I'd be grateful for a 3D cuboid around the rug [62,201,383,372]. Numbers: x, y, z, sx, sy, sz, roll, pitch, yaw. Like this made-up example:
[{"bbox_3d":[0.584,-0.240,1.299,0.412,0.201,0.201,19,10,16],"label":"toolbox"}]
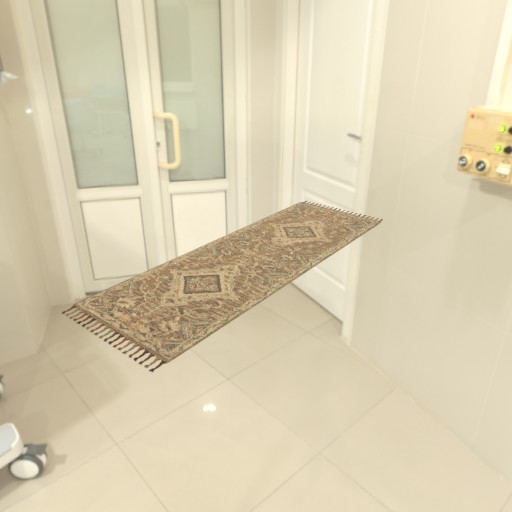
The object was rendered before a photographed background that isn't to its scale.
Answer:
[{"bbox_3d":[0.000,0.000,2.846,2.378,0.018,1.324,-17,30,-31],"label":"rug"}]
